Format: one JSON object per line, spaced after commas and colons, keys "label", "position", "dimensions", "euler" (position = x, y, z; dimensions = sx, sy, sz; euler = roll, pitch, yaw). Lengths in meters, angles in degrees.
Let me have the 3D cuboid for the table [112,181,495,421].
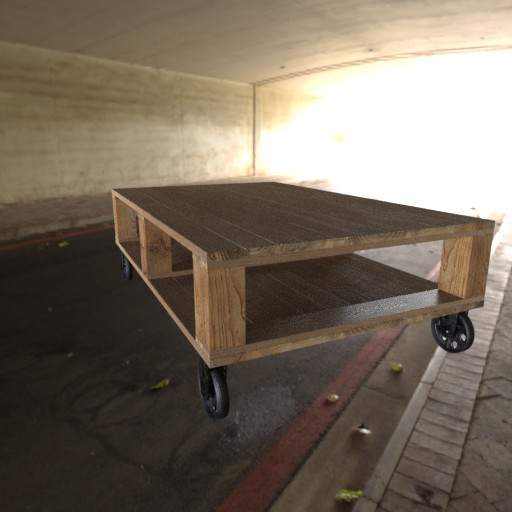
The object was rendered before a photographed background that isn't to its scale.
{"label": "table", "position": [0.000, 0.000, 1.655], "dimensions": [0.827, 0.413, 1.299], "euler": [-7, 16, -24]}
